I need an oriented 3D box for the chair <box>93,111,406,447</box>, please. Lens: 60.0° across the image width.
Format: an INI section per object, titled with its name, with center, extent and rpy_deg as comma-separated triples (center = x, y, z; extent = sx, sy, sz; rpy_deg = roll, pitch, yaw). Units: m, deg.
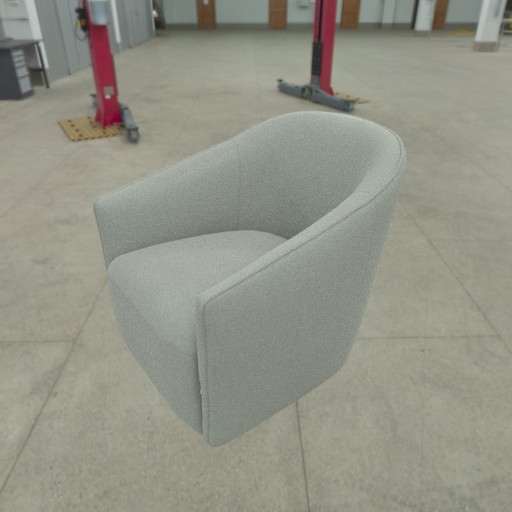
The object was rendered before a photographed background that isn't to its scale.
[chair]
center = 0.000, 0.000, 1.477
extent = 0.875, 0.799, 0.747
rpy_deg = -20, 36, -31
